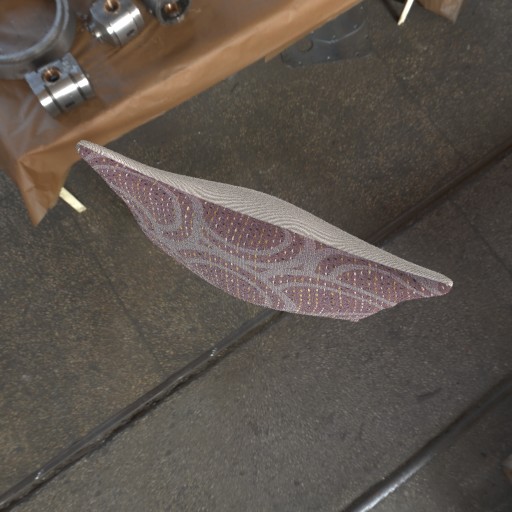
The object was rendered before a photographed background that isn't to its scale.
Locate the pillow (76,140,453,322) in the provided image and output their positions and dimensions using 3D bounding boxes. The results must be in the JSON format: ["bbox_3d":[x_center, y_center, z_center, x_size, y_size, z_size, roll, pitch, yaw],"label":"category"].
[{"bbox_3d":[0.000,0.000,0.807,0.514,0.513,0.163,21,78,5],"label":"pillow"}]
